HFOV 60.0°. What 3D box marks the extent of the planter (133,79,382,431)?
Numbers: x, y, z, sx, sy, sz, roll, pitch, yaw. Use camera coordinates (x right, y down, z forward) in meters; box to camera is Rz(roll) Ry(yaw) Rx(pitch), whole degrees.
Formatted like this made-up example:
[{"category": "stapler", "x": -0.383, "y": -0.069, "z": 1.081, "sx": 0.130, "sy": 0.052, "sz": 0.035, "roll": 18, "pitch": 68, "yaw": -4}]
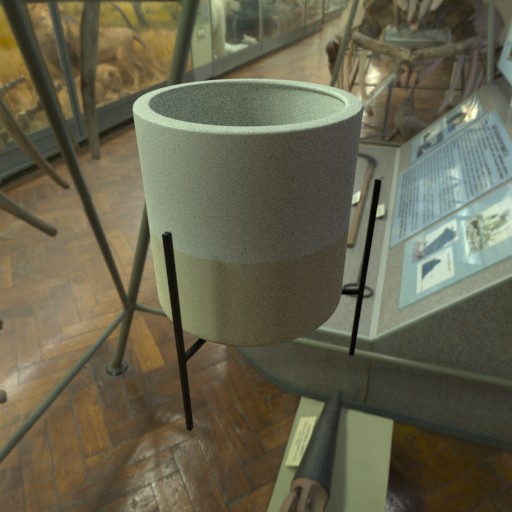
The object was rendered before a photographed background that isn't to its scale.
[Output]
[{"category": "planter", "x": 0.000, "y": 0.000, "z": 0.541, "sx": 0.263, "sy": 0.362, "sz": 0.267, "roll": 10, "pitch": 33, "yaw": 15}]
